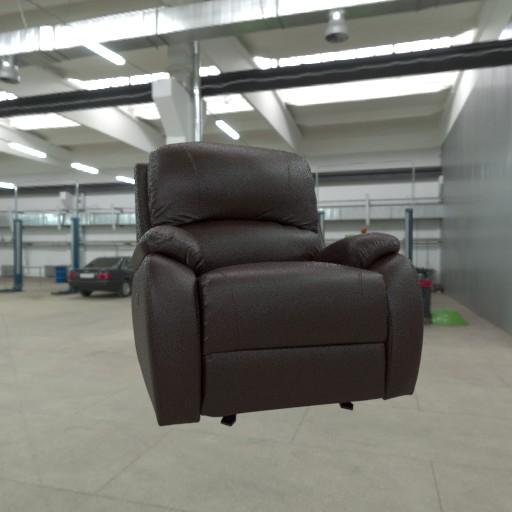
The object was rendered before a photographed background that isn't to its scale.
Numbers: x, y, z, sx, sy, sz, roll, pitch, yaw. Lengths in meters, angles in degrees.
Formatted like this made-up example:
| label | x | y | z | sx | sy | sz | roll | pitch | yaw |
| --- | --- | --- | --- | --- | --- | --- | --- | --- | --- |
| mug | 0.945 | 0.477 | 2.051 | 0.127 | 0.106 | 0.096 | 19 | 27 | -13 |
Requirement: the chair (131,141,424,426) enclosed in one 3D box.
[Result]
| label | x | y | z | sx | sy | sz | roll | pitch | yaw |
| --- | --- | --- | --- | --- | --- | --- | --- | --- | --- |
| chair | 0.000 | 0.000 | 1.734 | 0.930 | 1.011 | 0.899 | 0 | 0 | -19 |
